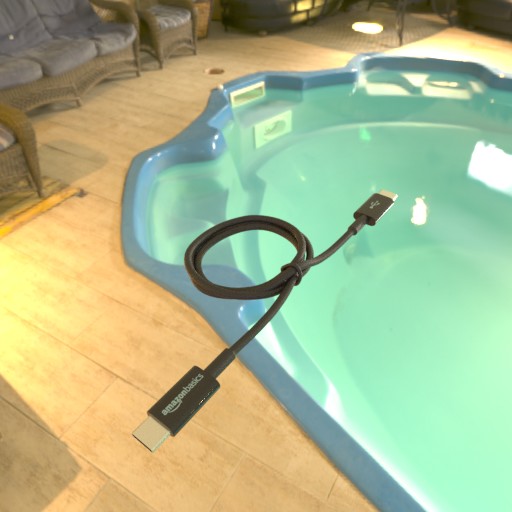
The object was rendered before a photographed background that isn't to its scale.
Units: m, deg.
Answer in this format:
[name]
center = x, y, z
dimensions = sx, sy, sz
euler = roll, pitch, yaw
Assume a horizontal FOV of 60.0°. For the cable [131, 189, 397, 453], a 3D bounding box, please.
[cable]
center = 0.000, 0.000, 0.227
dimensions = 0.070, 0.014, 0.203
euler = 26, 47, 27
